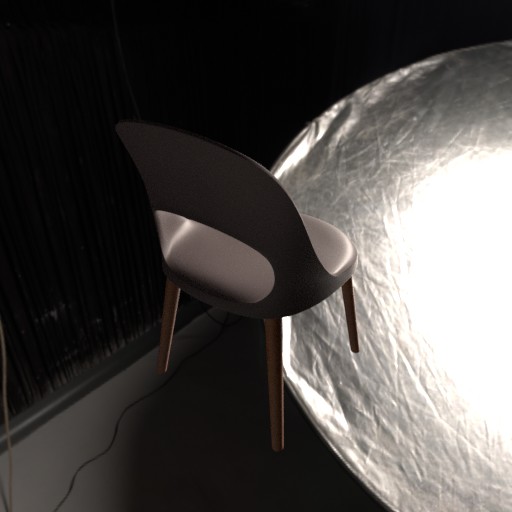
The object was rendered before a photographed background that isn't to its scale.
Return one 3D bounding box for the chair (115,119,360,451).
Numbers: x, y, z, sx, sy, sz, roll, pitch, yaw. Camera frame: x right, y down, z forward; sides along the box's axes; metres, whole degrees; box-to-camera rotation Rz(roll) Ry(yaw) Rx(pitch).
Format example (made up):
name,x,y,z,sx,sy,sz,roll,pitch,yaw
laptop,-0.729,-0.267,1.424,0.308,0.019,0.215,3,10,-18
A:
name,x,y,z,sx,sy,sz,roll,pitch,yaw
chair,0.000,0.000,1.166,0.470,0.794,0.556,21,37,32
